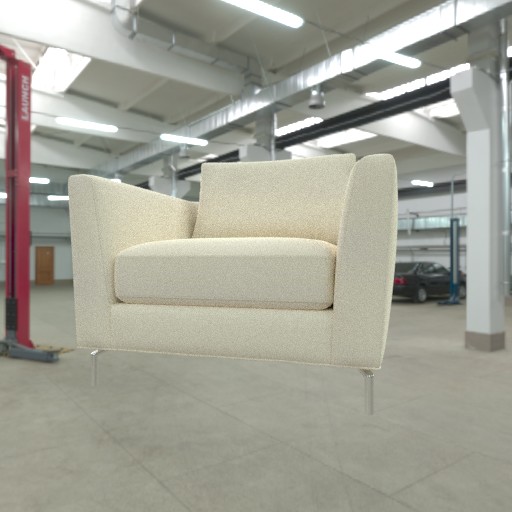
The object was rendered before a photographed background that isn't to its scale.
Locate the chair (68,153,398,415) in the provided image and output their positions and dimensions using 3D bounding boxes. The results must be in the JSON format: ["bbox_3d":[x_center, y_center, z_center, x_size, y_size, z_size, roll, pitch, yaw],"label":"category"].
[{"bbox_3d":[0.000,0.000,1.708,1.041,0.865,0.889,0,0,18],"label":"chair"}]
